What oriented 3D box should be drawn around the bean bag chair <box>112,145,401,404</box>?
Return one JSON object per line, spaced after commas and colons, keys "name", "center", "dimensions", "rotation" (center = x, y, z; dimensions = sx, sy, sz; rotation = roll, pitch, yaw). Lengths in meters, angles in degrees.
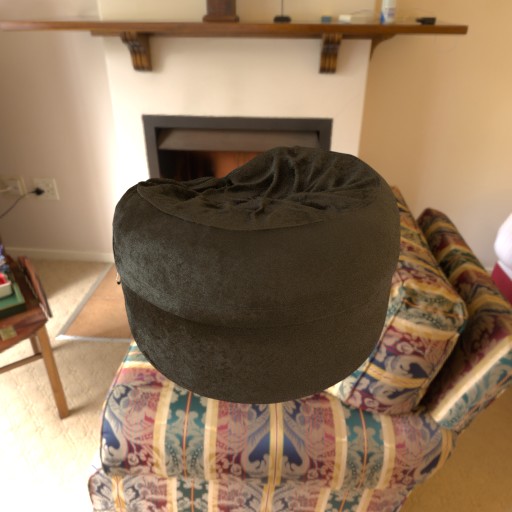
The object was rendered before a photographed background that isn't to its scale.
{"name": "bean bag chair", "center": [0.000, 0.000, 1.519], "dimensions": [0.918, 0.605, 0.918], "rotation": [0, 30, 0]}
